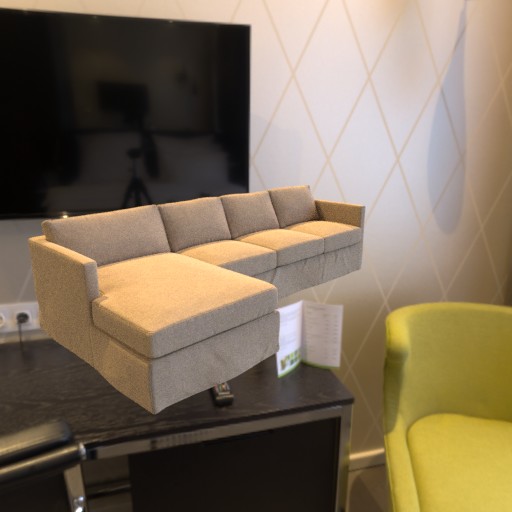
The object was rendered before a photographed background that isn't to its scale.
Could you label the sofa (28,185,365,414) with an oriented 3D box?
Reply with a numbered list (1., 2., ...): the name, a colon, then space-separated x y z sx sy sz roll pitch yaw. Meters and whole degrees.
1. sofa: 0.000 0.000 3.863 1.638 0.920 3.198 15 21 43
